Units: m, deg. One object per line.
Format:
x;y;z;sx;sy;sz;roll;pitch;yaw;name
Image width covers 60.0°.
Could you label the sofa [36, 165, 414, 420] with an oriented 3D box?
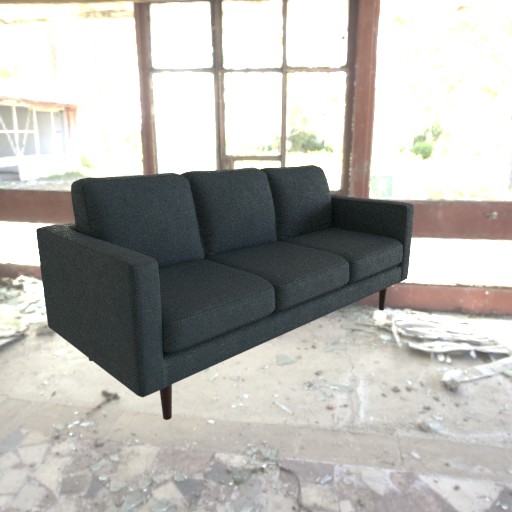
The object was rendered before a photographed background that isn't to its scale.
0.000;0.000;2.513;2.013;0.945;0.935;-14;21;-43;sofa
